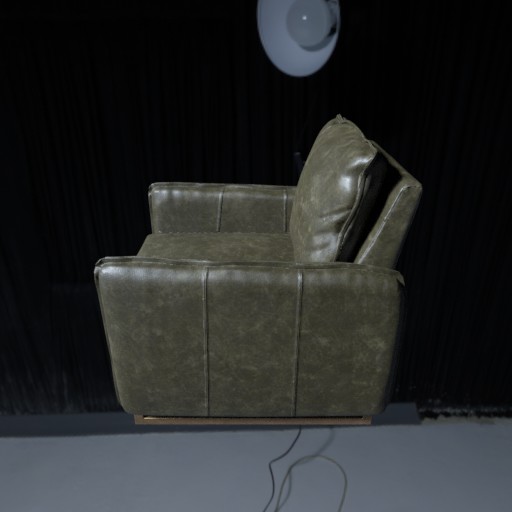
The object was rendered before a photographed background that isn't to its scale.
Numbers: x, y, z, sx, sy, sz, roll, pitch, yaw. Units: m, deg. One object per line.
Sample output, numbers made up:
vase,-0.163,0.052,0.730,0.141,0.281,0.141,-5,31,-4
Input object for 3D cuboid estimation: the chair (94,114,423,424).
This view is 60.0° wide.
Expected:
chair,0.000,0.000,1.612,0.921,0.921,0.830,0,27,0
